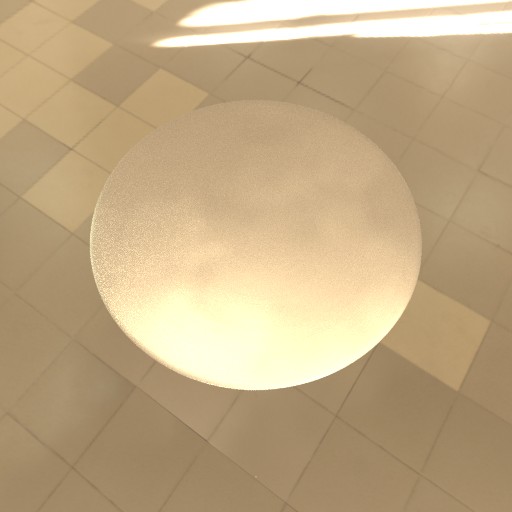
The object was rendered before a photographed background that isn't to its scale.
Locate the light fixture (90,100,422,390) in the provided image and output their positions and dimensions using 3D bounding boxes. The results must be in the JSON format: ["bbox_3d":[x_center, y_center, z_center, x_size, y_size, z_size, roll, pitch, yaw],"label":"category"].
[{"bbox_3d":[0.000,0.000,0.437,0.280,0.135,0.280,0,64,0],"label":"light fixture"}]
